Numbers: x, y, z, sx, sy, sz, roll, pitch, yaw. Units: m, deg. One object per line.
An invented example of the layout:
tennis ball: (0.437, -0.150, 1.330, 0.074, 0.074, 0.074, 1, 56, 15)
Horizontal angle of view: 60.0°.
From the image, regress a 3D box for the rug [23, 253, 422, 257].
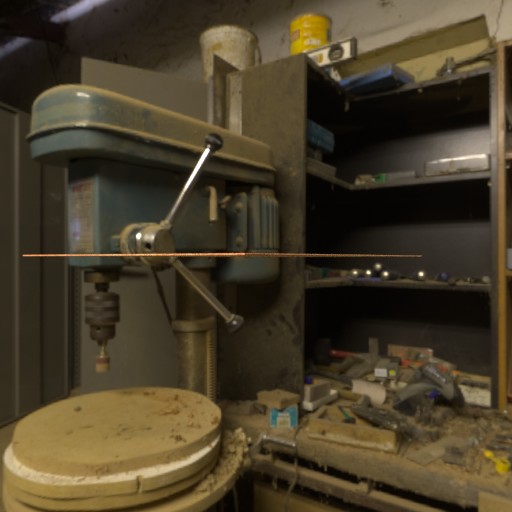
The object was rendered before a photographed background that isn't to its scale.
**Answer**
rug: (0.000, 0.000, 2.929, 1.524, 0.006, 2.285, 0, 0, 35)
